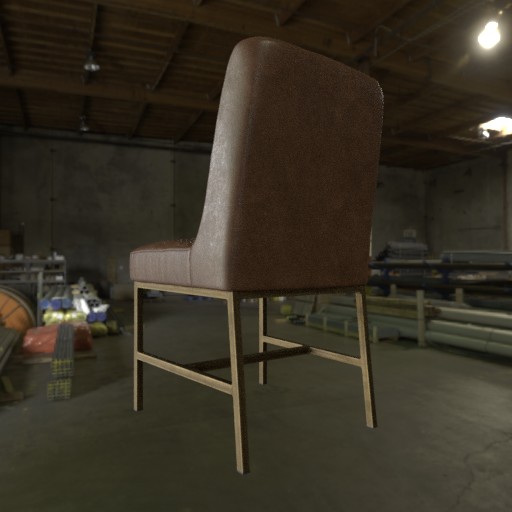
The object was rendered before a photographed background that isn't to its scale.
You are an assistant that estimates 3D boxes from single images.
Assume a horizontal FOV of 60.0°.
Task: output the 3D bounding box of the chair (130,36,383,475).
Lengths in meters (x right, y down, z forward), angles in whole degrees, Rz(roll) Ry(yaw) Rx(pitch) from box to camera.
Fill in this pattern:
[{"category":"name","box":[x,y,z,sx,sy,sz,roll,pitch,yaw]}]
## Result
[{"category":"chair","box":[0.000,0.000,1.218,0.508,0.889,0.587,1,-1,-37]}]
